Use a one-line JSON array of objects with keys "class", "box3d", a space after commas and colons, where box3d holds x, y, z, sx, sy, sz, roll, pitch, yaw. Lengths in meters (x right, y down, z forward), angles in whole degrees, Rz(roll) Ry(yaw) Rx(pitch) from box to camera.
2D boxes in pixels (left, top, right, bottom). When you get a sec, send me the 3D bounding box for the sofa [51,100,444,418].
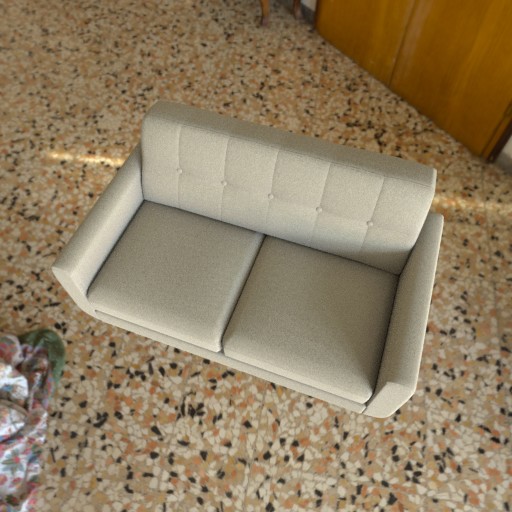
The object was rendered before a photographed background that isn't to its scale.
[{"class": "sofa", "box3d": [0.000, 0.000, 2.221, 1.655, 0.892, 0.980, 17, 59, 10]}]
